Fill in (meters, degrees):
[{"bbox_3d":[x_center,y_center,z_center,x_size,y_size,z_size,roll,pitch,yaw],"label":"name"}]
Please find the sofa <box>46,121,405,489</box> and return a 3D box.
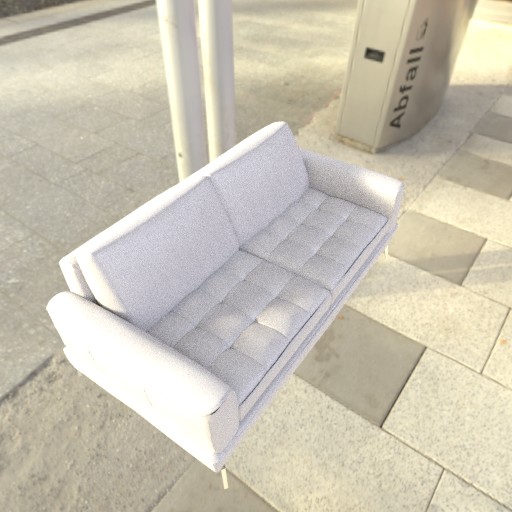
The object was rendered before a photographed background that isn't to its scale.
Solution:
[{"bbox_3d":[0.000,0.000,2.710,1.121,0.930,2.177,25,47,26],"label":"sofa"}]
